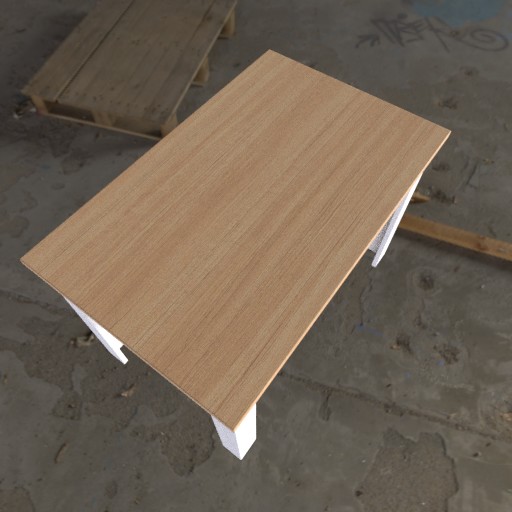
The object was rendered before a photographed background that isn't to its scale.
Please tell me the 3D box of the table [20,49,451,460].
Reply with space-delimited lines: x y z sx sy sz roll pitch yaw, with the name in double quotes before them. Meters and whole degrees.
"table" 0.000 0.000 1.573 0.700 0.734 1.100 32 64 18
